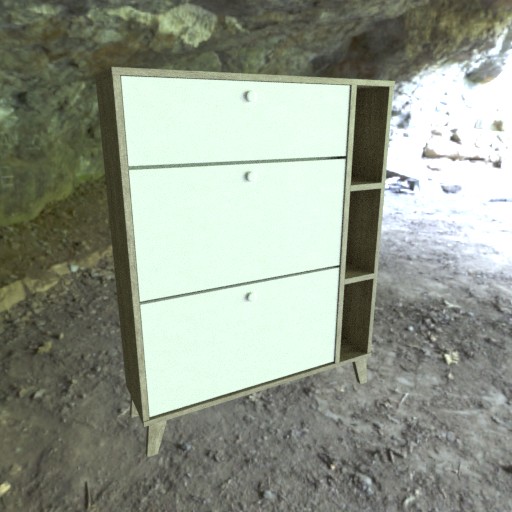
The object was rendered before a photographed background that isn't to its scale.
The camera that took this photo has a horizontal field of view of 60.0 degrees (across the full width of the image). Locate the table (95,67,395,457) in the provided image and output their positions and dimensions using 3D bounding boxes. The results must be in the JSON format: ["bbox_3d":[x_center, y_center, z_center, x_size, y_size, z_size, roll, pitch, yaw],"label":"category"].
[{"bbox_3d":[0.000,0.000,1.522,0.902,1.135,0.256,-9,19,-26],"label":"table"}]
